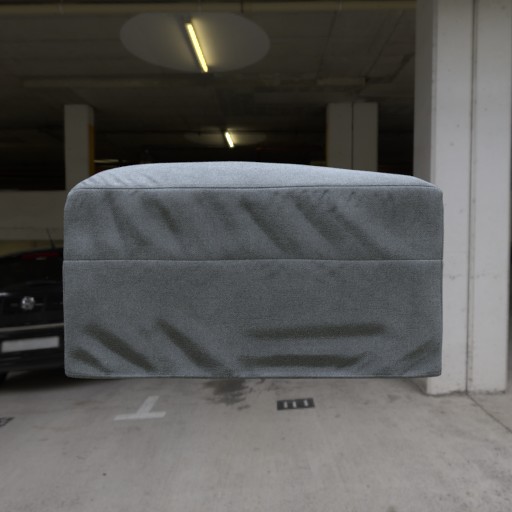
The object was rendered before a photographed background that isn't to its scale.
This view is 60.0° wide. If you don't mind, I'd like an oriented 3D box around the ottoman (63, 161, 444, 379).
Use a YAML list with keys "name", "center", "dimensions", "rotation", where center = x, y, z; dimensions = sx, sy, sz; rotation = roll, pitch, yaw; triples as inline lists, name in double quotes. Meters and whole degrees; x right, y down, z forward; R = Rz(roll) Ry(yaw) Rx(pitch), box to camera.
- name: "ottoman"
  center: [0.000, 0.000, 1.229]
  dimensions: [0.837, 0.481, 0.683]
  rotation: [0, 2, 1]
